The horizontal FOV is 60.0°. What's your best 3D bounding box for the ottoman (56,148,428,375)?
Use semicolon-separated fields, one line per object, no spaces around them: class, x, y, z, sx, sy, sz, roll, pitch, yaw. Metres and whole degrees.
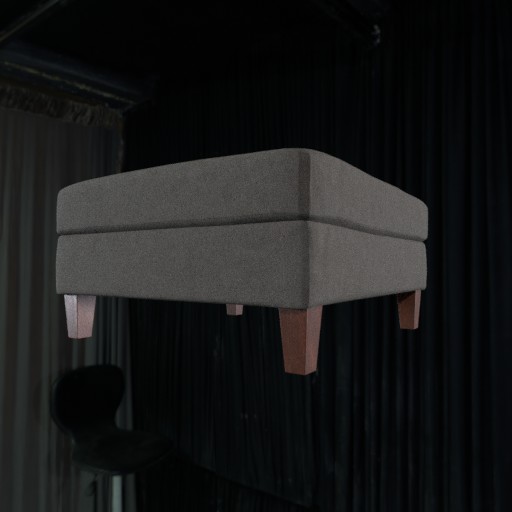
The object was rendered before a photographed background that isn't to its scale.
ottoman;0.000;0.000;1.404;0.861;0.482;0.881;-1;-2;35
